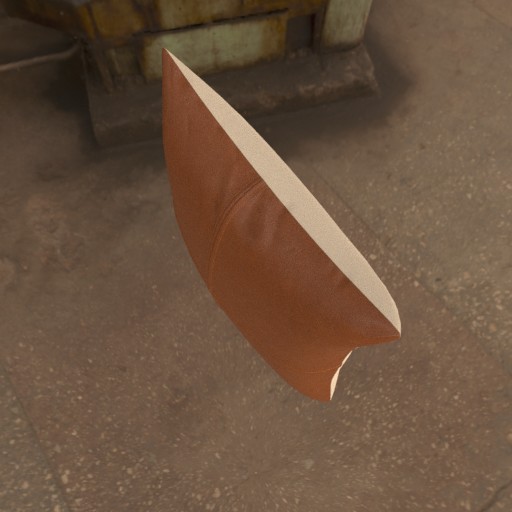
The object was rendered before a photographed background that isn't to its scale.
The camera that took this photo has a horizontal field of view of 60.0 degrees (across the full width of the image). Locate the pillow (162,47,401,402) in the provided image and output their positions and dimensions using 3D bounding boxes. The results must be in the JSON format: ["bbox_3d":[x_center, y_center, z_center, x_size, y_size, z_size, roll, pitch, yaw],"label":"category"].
[{"bbox_3d":[0.000,0.000,0.743,0.192,0.477,0.501,-31,68,-14],"label":"pillow"}]
